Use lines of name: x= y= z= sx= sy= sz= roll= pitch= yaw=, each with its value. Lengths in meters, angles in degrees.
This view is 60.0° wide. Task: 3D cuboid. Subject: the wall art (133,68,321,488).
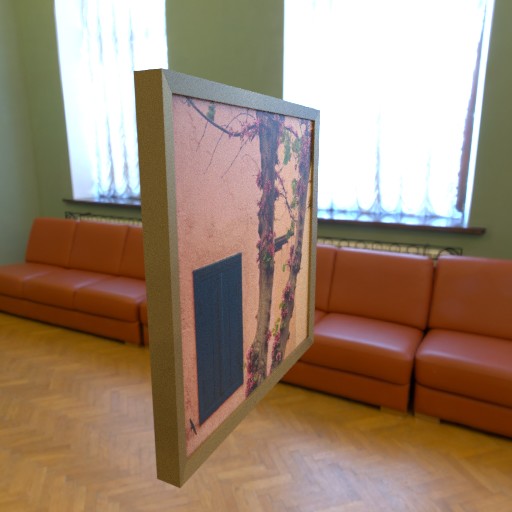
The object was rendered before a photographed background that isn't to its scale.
wall art: x=0.000 y=0.000 z=0.745 sx=0.038 sy=0.508 sz=0.507 roll=6 pitch=14 yaw=26
